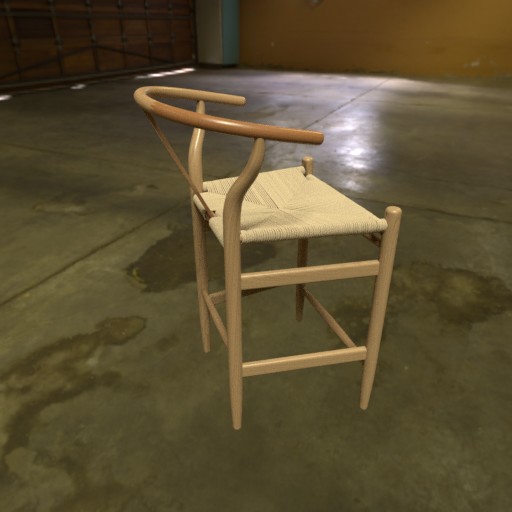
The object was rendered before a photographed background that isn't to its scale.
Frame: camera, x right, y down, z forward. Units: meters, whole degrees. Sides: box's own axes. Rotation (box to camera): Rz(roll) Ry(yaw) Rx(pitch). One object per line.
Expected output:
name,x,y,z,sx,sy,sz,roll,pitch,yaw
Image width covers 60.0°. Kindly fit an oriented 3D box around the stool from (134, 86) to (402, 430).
stool,0.000,0.000,1.286,0.575,0.923,0.536,-9,29,-17
